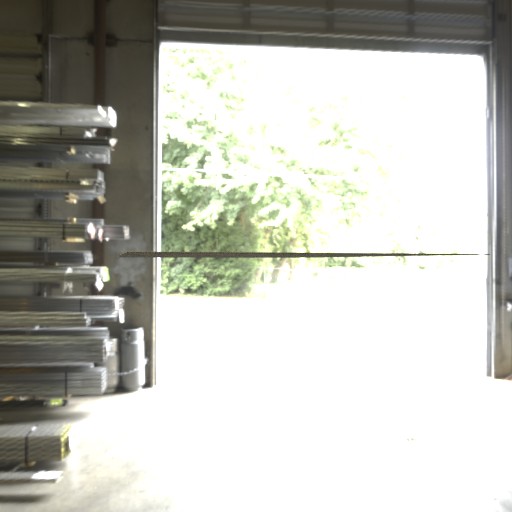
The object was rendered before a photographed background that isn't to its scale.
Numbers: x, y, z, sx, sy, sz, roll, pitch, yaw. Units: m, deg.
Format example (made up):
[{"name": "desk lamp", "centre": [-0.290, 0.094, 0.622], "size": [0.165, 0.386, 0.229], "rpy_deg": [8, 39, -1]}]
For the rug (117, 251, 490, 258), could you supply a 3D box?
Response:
[{"name": "rug", "centre": [0.000, 0.000, 4.024], "size": [2.380, 0.008, 2.977], "rpy_deg": [0, -1, -19]}]
